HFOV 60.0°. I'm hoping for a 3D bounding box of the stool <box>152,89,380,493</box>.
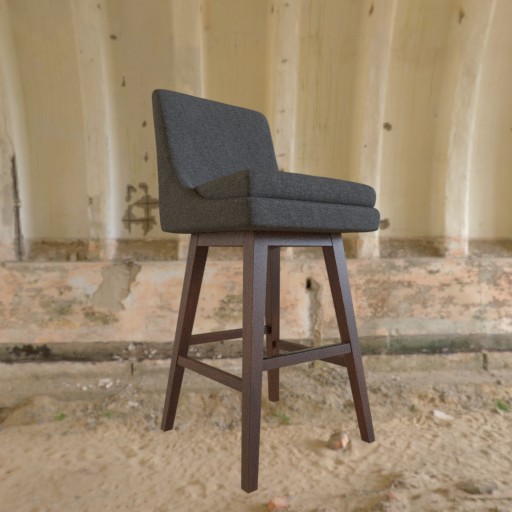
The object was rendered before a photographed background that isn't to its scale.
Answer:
[{"bbox_3d":[0.000,0.000,1.342,0.489,1.068,0.572,-1,1,-37],"label":"stool"}]
